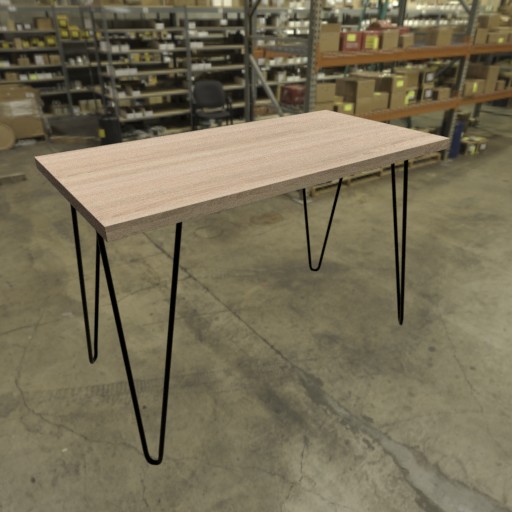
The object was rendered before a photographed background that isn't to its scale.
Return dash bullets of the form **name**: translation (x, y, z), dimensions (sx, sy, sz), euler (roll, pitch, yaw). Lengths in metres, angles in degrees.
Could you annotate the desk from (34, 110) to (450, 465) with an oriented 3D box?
- **desk**: translation (0.000, 0.000, 1.332), dimensions (0.991, 0.660, 0.499), euler (-20, 35, -31)
